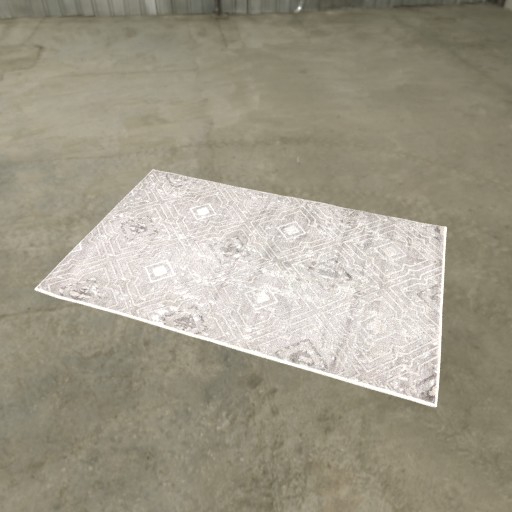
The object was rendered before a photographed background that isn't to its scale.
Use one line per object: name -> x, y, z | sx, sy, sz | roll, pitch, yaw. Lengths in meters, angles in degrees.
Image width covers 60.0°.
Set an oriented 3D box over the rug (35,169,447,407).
rug -> 0.000, 0.000, 3.036 | 2.447, 0.036, 1.537 | 13, 44, 14
